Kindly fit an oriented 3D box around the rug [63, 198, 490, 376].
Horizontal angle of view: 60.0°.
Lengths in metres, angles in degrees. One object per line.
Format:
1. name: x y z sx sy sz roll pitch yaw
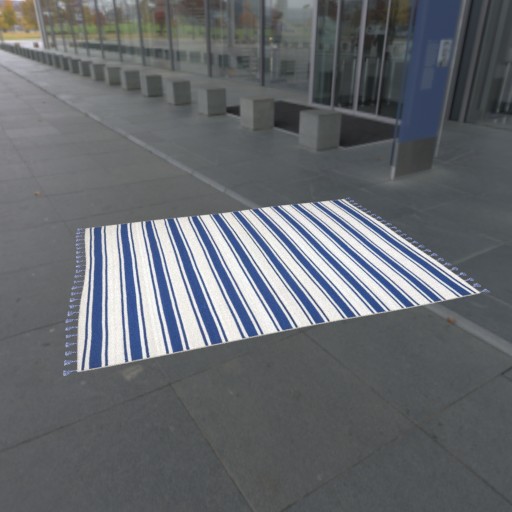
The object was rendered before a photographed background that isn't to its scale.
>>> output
1. rug: 0.000 0.000 4.340 3.416 0.016 2.471 -8 28 -16
